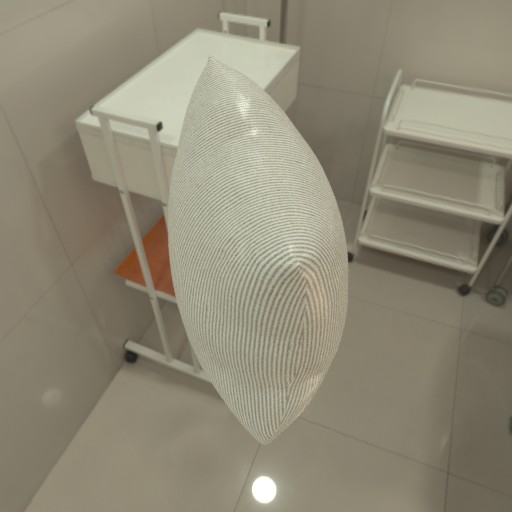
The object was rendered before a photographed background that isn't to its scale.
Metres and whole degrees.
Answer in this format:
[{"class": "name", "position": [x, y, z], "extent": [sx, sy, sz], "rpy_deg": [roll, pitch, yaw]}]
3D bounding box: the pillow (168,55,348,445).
[{"class": "pillow", "position": [0.000, 0.000, 0.669], "extent": [0.310, 0.432, 0.387], "rpy_deg": [16, 48, 15]}]
